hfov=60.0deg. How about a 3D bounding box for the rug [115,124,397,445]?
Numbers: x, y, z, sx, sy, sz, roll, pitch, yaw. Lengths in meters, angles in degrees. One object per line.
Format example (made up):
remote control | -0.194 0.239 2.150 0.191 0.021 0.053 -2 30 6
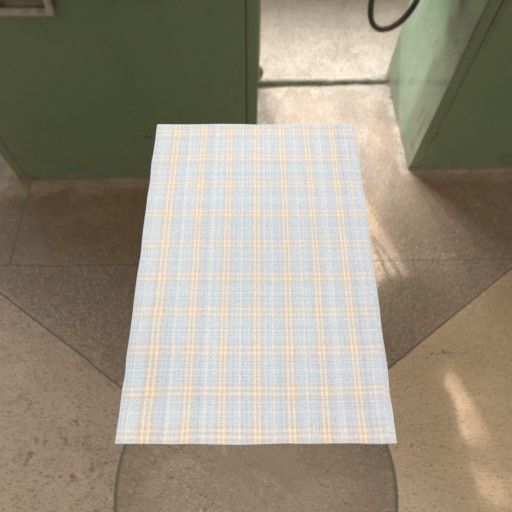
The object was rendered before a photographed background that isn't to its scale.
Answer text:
rug | 0.000 0.000 2.329 1.231 0.012 1.835 0 63 0
